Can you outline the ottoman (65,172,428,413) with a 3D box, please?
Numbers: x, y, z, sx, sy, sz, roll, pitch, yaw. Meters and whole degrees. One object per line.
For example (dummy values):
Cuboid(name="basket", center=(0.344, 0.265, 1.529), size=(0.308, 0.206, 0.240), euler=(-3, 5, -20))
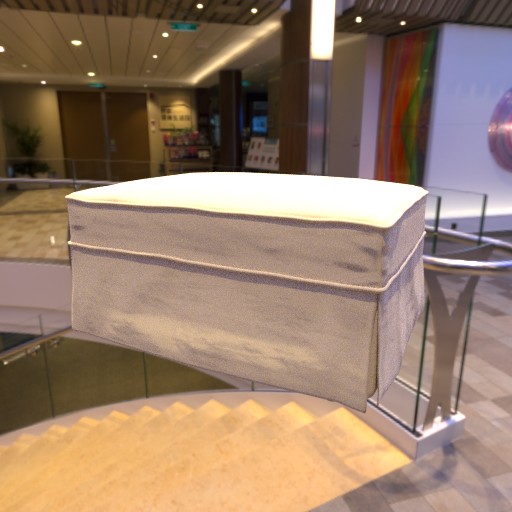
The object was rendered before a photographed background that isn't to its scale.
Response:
Cuboid(name="ottoman", center=(0.000, 0.000, 1.364), size=(0.944, 0.479, 0.703), euler=(8, 17, 26))
